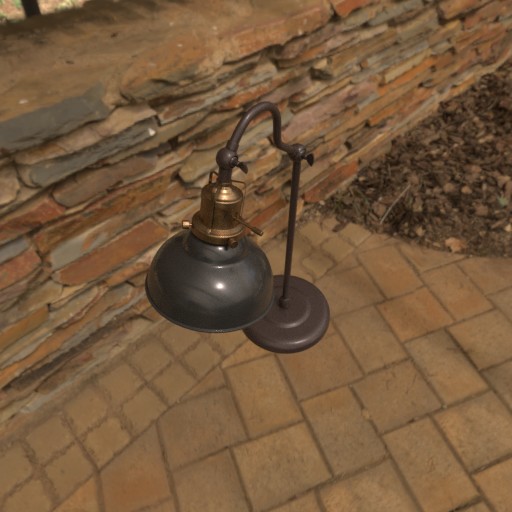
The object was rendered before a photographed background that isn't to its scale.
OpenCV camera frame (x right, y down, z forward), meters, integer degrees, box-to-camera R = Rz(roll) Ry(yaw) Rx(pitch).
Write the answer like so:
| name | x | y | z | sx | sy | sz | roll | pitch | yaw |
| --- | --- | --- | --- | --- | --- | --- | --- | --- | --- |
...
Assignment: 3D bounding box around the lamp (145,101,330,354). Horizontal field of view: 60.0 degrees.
| name | x | y | z | sx | sy | sz | roll | pitch | yaw |
| --- | --- | --- | --- | --- | --- | --- | --- | --- | --- |
| lamp | 0.000 | 0.000 | 0.693 | 0.192 | 0.508 | 0.374 | 32 | 55 | 26 |
